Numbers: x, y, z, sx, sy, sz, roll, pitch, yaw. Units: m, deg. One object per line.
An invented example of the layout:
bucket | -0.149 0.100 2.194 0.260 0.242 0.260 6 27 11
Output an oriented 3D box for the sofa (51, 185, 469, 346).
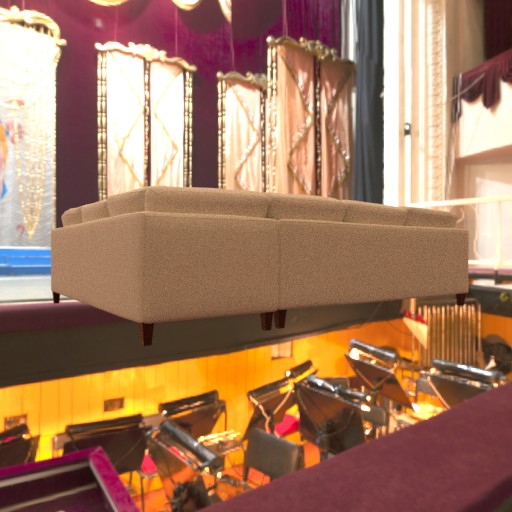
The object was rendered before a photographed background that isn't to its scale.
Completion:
sofa | 0.000 0.000 4.358 3.302 0.947 2.593 0 1 -35
